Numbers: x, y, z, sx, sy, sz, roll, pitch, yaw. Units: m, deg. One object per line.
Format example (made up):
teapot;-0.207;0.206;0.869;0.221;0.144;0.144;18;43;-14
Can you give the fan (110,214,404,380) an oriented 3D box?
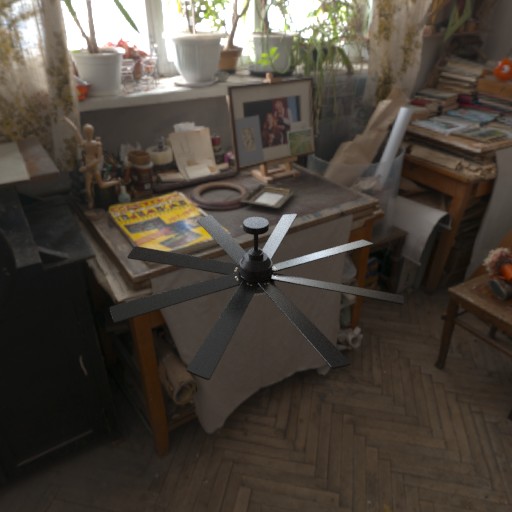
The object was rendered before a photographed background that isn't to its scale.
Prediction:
fan;0.000;0.000;2.784;1.830;0.472;1.830;9;32;15
